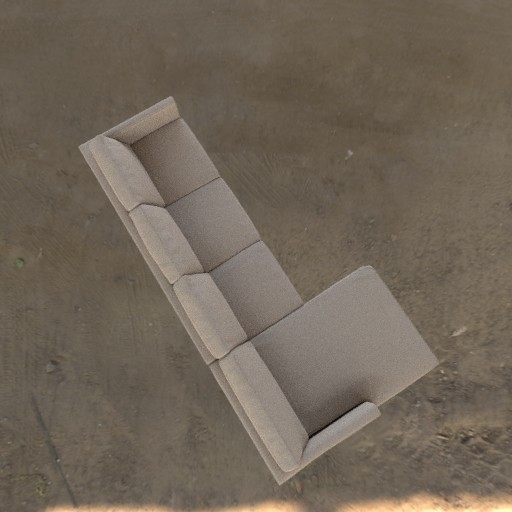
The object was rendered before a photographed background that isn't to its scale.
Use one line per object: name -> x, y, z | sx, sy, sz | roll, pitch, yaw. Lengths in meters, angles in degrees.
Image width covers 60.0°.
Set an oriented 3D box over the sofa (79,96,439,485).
sofa -> 0.000, 0.000, 3.847 | 1.625, 0.846, 3.186 | -32, 79, -7
